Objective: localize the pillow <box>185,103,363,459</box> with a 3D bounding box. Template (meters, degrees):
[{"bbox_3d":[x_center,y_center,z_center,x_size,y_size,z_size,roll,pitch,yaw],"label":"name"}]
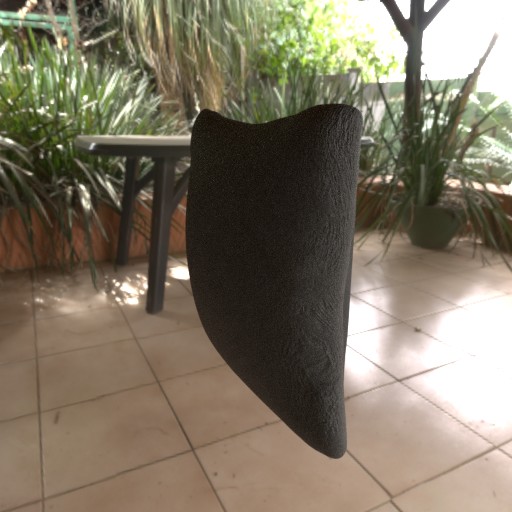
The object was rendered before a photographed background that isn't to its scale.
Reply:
[{"bbox_3d":[0.000,0.000,0.810,0.210,0.523,0.533,-9,19,-26],"label":"pillow"}]
